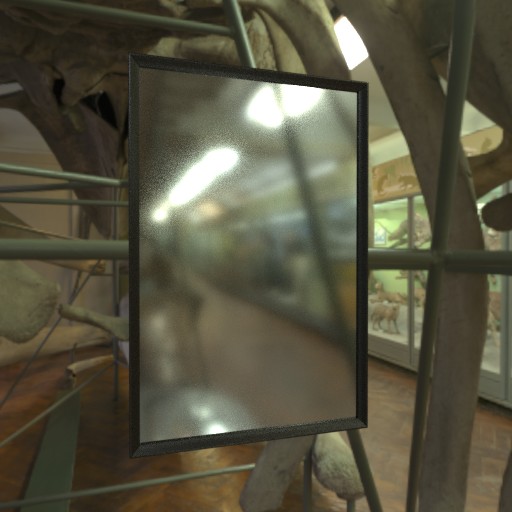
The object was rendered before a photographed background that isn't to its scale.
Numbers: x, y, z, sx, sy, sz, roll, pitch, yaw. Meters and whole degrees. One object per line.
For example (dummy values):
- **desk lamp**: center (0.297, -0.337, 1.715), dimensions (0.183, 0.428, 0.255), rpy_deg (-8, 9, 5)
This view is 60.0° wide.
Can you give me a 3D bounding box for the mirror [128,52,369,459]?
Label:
- **mirror**: center (0.000, 0.000, 1.103), dimensions (0.609, 0.915, 0.041), rpy_deg (0, 1, -17)
